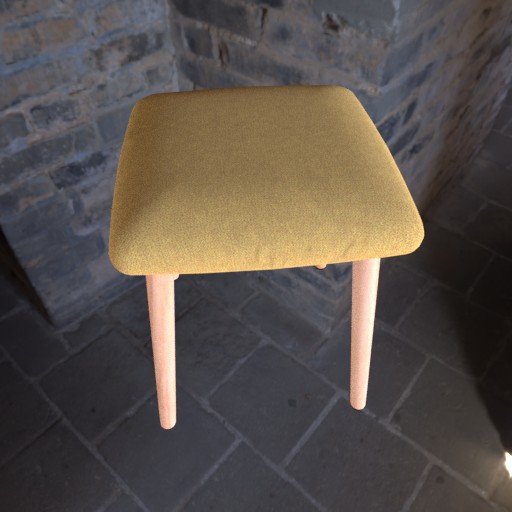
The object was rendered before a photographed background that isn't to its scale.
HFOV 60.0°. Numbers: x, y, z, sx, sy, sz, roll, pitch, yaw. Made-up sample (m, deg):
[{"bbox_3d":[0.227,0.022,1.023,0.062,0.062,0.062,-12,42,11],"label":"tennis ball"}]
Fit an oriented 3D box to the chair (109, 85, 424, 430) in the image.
[{"bbox_3d":[0.000,0.000,0.696,0.350,0.440,0.350,-4,47,-4],"label":"chair"}]
